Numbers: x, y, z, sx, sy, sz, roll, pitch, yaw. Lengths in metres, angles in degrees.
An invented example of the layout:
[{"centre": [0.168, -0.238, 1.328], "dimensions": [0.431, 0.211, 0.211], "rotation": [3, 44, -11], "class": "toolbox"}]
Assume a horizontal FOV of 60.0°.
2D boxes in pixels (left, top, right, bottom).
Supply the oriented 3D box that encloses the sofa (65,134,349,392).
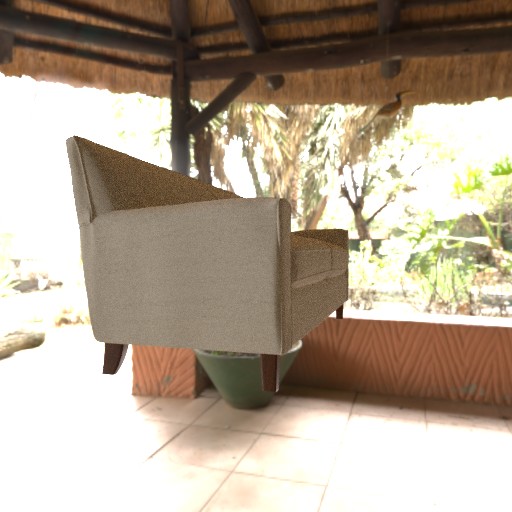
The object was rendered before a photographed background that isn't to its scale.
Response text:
[{"centre": [0.000, 0.000, 2.445], "dimensions": [0.841, 0.907, 2.001], "rotation": [0, 0, 18], "class": "sofa"}]
